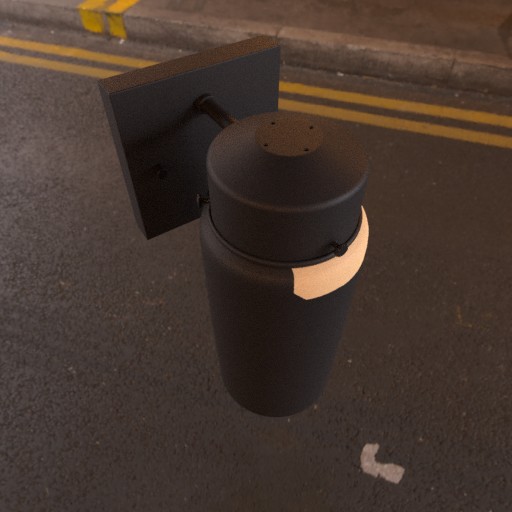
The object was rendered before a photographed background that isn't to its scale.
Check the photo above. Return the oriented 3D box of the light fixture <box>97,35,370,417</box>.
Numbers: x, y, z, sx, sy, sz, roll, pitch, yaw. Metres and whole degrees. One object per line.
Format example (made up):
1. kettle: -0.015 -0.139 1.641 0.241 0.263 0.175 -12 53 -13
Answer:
1. light fixture: 0.000 0.000 0.355 0.130 0.257 0.176 -26 53 -21
